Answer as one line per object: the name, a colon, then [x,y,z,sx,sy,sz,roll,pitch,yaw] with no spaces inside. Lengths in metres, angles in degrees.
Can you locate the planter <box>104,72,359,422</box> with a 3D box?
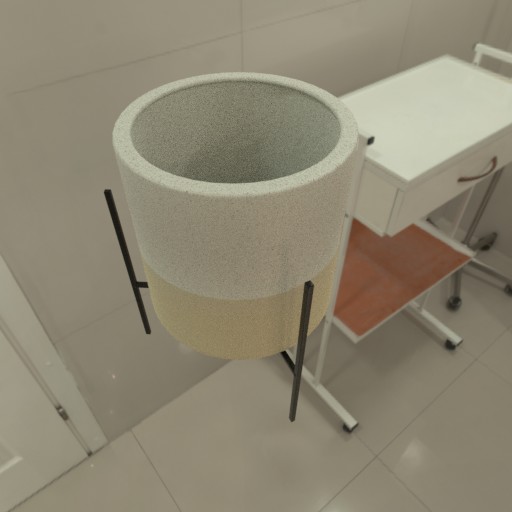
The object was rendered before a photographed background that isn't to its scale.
planter: [0.000,0.000,0.554,0.263,0.362,0.267,-30,52,-26]
